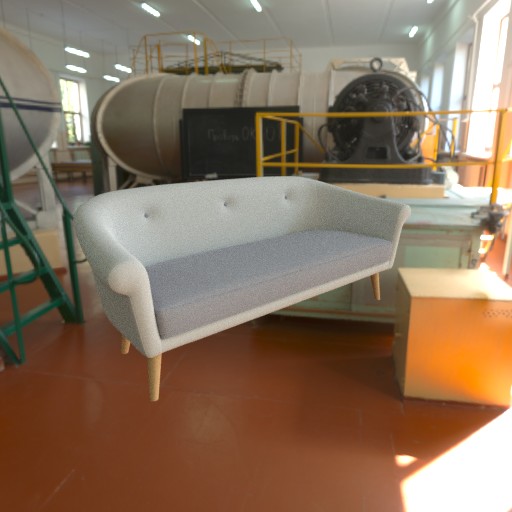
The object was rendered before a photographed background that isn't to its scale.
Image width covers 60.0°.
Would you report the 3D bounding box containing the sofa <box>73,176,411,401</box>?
[{"bbox_3d":[0.000,0.000,2.581,2.160,0.795,0.827,-14,20,-42],"label":"sofa"}]
